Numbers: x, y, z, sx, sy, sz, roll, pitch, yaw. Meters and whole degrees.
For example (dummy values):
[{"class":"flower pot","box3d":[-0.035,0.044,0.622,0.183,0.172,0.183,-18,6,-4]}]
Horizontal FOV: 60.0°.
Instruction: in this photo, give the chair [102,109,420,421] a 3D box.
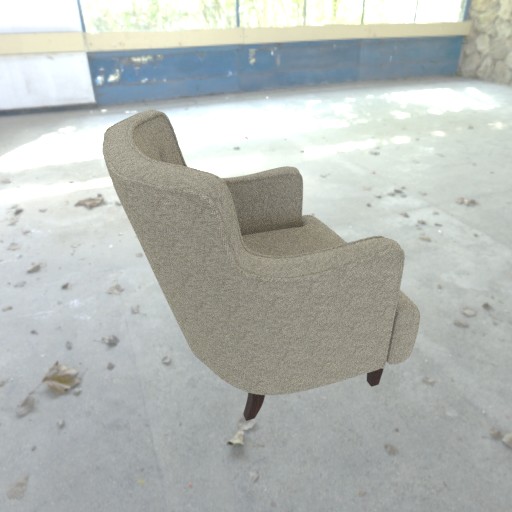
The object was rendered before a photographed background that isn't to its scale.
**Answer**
[{"class":"chair","box3d":[0.000,0.000,1.615,0.910,0.920,0.820,-11,32,-18]}]
